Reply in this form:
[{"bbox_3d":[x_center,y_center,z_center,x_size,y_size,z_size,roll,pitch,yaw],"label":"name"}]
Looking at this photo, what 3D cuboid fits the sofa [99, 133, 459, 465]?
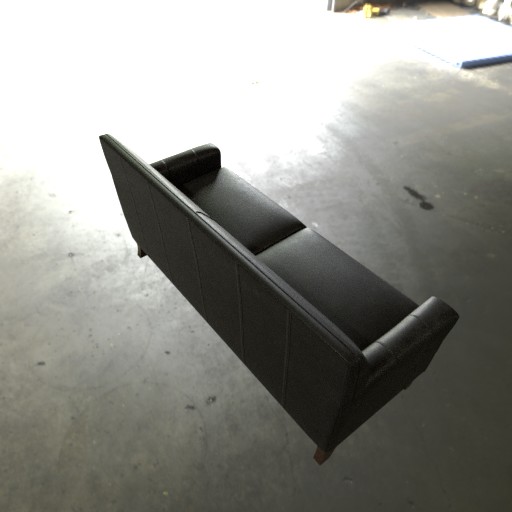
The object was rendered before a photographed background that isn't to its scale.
[{"bbox_3d":[0.000,0.000,2.526,0.805,0.947,2.053,-28,49,-27],"label":"sofa"}]
